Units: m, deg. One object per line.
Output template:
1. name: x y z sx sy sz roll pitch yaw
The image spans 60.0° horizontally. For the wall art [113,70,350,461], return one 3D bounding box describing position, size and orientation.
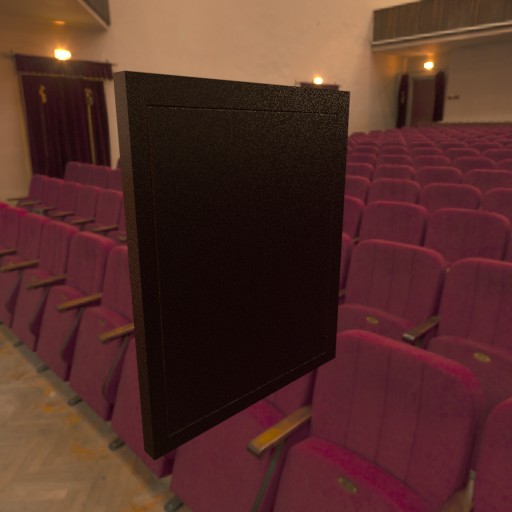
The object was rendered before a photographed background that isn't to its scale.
1. wall art: 0.000 0.000 0.769 0.461 0.558 0.031 -15 22 -42
